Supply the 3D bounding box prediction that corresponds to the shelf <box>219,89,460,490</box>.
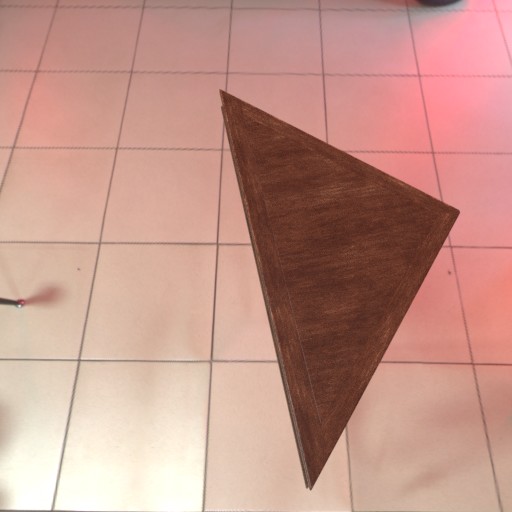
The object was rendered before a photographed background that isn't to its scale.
[{"bbox_3d":[0.000,0.000,0.439,0.296,0.035,0.296,31,69,14],"label":"shelf"}]
